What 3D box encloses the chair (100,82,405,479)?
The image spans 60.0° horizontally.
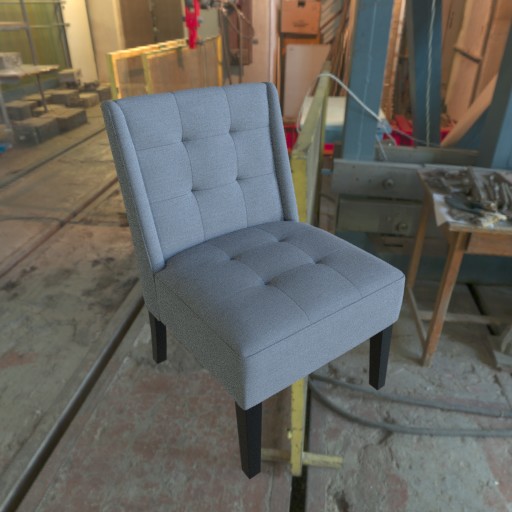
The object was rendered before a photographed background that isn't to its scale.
[{"bbox_3d":[0.000,0.000,1.295,0.569,0.853,0.676,-21,36,-31],"label":"chair"}]
